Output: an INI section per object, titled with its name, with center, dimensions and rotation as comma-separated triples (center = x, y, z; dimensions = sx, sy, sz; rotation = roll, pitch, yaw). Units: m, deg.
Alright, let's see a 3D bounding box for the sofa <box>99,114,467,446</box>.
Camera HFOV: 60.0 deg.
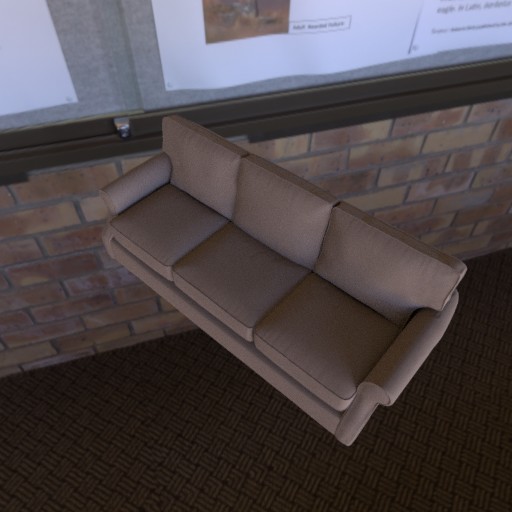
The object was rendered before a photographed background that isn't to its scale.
[sofa]
center = 0.000, 0.000, 2.860
dimensions = 2.353, 0.948, 0.966
rotation = 33, 56, 26
